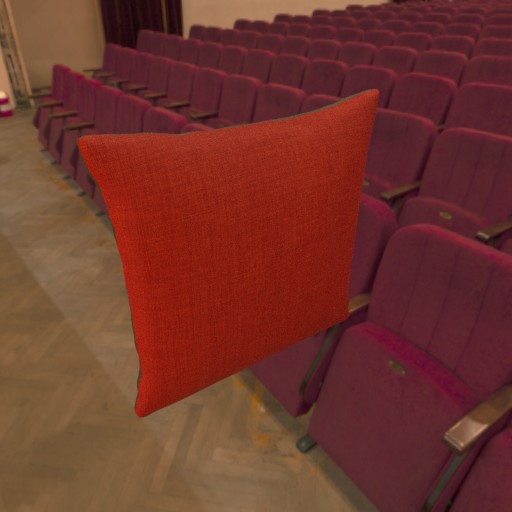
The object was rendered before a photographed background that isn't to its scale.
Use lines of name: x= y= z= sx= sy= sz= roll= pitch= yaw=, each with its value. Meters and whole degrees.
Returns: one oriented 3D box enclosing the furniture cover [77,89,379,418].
furniture cover: x=0.000 y=0.000 z=0.781 sx=0.517 sy=0.508 sz=0.158 roll=-19 pitch=36 yaw=-29
